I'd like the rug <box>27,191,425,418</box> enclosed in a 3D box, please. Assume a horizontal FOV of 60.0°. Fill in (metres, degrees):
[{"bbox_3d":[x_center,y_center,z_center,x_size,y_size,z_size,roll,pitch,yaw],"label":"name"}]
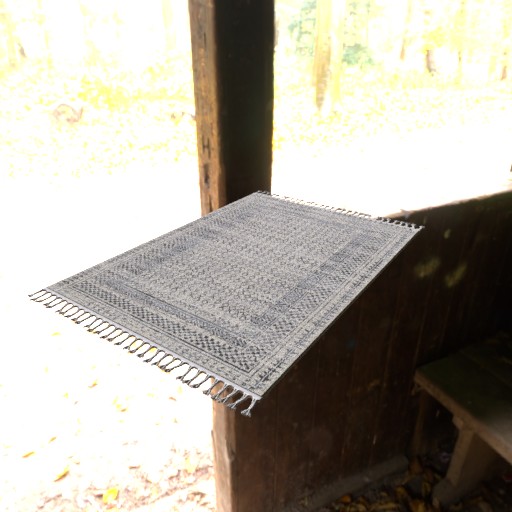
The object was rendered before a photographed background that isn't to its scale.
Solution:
[{"bbox_3d":[0.000,0.000,2.348,1.243,0.013,1.872,17,31,31],"label":"rug"}]
